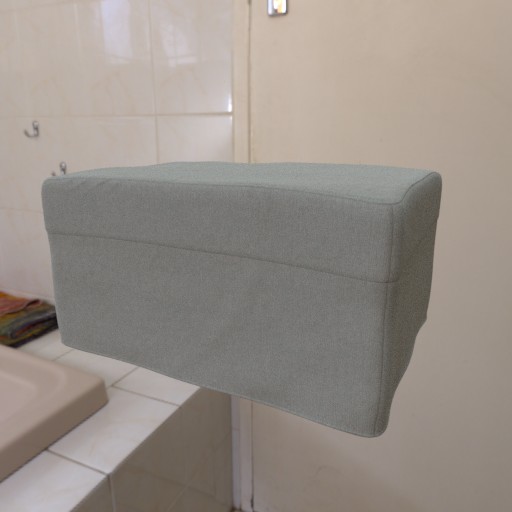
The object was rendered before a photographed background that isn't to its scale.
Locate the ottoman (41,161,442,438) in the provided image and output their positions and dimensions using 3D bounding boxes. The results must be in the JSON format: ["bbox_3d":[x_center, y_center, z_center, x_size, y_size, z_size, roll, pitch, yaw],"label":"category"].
[{"bbox_3d":[0.000,0.000,1.180,0.833,0.461,0.648,8,18,26],"label":"ottoman"}]
